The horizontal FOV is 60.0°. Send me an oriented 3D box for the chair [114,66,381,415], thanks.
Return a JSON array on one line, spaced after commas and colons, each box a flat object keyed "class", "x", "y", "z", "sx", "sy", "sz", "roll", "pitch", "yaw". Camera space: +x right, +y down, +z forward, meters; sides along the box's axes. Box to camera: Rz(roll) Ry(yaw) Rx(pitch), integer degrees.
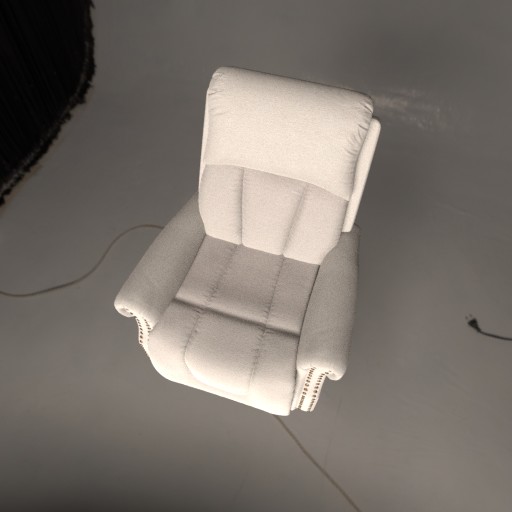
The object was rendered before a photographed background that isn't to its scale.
[{"class": "chair", "x": 0.000, "y": 0.000, "z": 1.768, "sx": 0.871, "sy": 1.031, "sz": 0.979, "roll": 15, "pitch": 59, "yaw": 9}]
